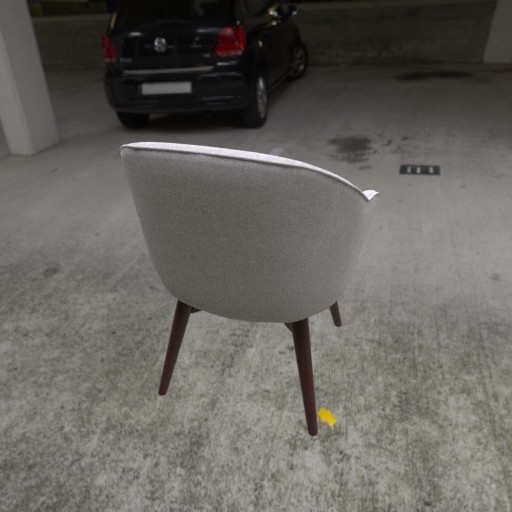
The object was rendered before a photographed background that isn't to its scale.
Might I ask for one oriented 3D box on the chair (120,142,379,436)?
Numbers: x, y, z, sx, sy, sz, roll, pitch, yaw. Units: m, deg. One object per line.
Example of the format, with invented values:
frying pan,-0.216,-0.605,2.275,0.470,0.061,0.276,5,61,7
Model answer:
chair,0.000,0.000,1.232,0.596,0.823,0.635,10,34,14
